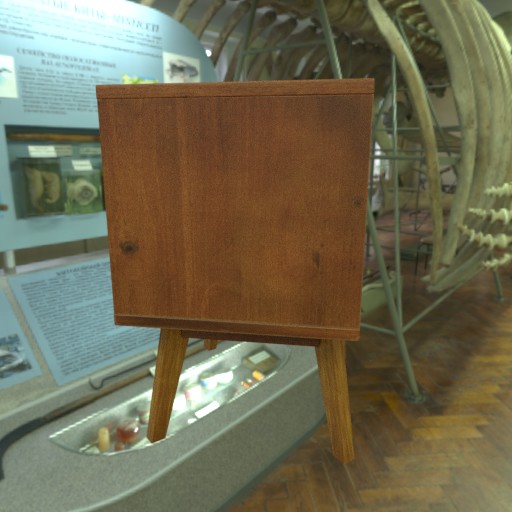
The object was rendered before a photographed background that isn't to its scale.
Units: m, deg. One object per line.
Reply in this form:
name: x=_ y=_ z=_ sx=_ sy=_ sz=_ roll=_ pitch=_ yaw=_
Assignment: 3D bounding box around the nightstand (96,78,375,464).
nightstand: x=0.000 y=0.000 z=0.921 sx=0.411 sy=0.618 sz=0.460 roll=2 pitch=14 yaw=9
